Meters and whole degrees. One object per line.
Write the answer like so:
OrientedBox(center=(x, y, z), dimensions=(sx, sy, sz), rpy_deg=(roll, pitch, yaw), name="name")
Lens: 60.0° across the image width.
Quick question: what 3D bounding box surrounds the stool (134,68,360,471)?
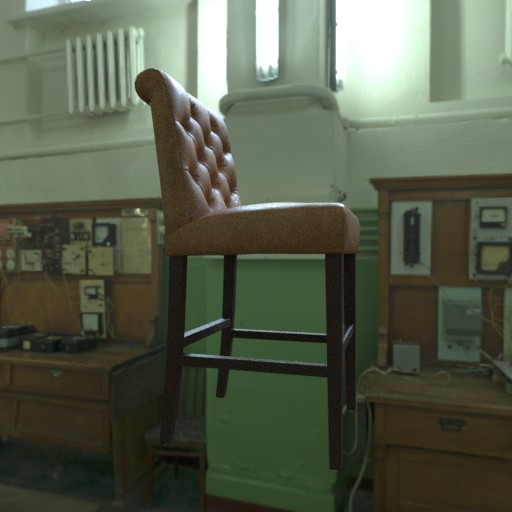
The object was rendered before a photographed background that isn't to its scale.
OrientedBox(center=(0.000, 0.000, 1.370), dimensions=(0.601, 1.047, 0.493), rpy_deg=(0, 0, 17), name="stool")
